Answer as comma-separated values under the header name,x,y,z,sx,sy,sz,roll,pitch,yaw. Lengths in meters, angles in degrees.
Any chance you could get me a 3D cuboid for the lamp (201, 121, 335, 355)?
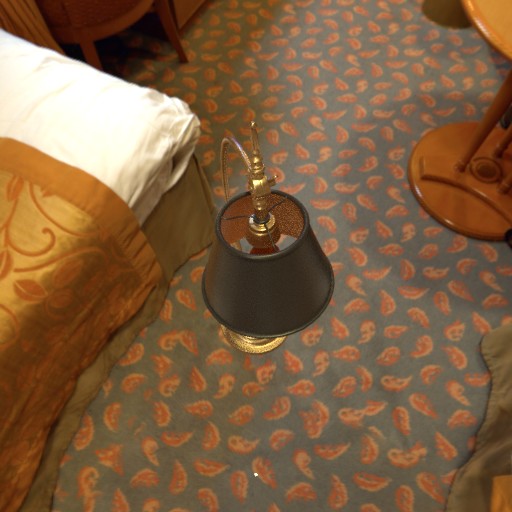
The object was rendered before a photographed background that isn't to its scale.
name,x,y,z,sx,sy,sz,roll,pitch,yaw
lamp,0.000,0.000,0.823,0.235,0.675,0.344,-18,65,-9
